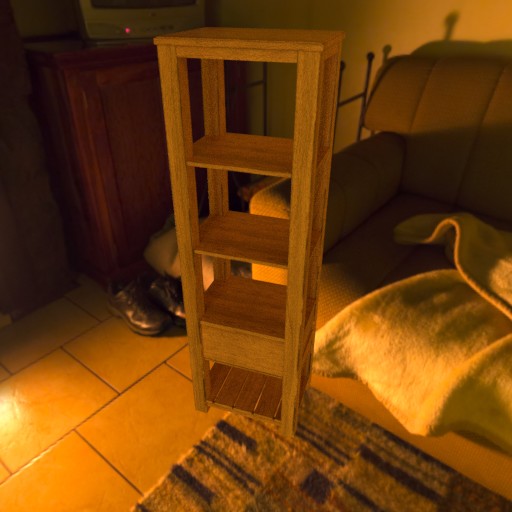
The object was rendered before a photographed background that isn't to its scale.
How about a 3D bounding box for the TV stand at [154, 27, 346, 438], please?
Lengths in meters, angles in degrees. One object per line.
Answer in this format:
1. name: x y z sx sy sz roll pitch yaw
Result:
1. TV stand: 0.000 0.000 2.029 0.565 1.828 0.435 10 33 16
